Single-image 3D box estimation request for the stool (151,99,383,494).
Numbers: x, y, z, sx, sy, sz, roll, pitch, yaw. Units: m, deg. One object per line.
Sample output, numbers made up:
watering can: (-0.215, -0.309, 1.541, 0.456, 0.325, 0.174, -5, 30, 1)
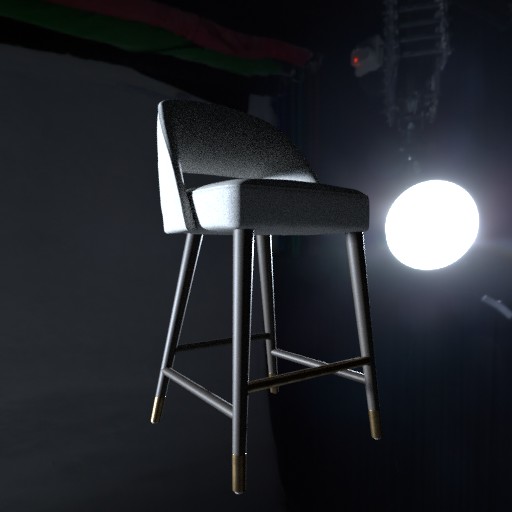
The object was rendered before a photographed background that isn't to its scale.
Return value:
stool: (0.000, 0.000, 1.208, 0.494, 0.940, 0.509, -1, 2, -36)
